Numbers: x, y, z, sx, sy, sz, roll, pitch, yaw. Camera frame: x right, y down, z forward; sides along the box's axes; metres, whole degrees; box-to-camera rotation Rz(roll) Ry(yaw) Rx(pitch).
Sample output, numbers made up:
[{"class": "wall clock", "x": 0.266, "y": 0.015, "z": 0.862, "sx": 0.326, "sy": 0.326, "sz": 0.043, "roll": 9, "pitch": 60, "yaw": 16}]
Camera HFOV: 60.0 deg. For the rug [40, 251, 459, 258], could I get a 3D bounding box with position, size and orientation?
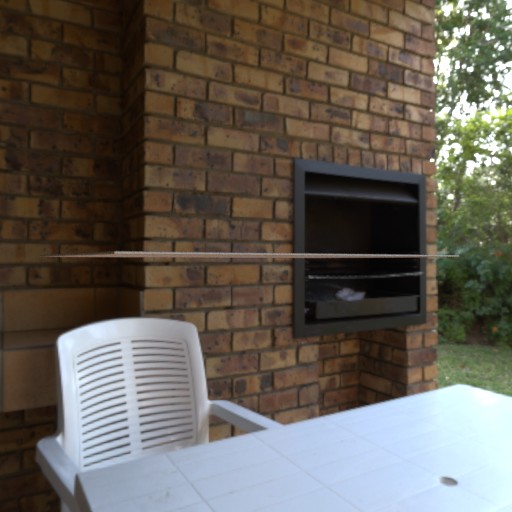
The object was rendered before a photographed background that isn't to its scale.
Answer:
[{"class": "rug", "x": 0.000, "y": 0.000, "z": 3.041, "sx": 2.438, "sy": 0.012, "sz": 1.524, "roll": 0, "pitch": -1, "yaw": -36}]
